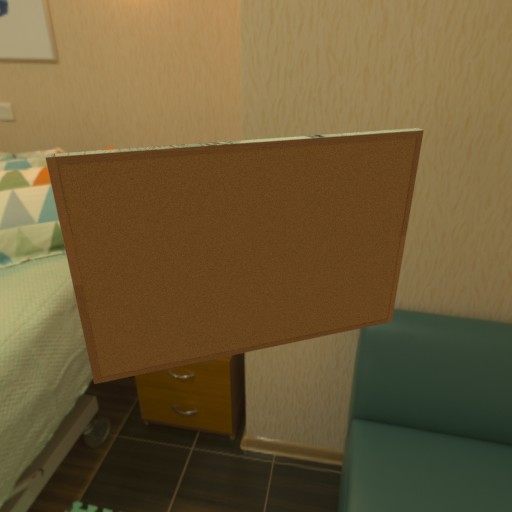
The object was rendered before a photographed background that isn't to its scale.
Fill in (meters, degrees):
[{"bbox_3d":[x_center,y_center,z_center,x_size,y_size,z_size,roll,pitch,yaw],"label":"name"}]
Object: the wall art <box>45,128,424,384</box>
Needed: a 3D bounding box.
[{"bbox_3d":[0.000,0.000,1.473,1.141,0.758,0.035,-8,28,-16],"label":"wall art"}]
